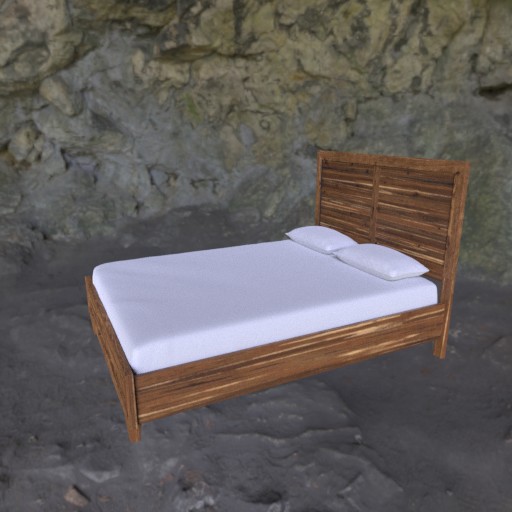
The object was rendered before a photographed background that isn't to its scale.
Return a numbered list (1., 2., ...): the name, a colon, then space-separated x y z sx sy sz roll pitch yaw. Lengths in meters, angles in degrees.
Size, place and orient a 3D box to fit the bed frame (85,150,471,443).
1. bed frame: 0.000 0.000 3.312 2.276 1.417 1.696 -8 18 -25
